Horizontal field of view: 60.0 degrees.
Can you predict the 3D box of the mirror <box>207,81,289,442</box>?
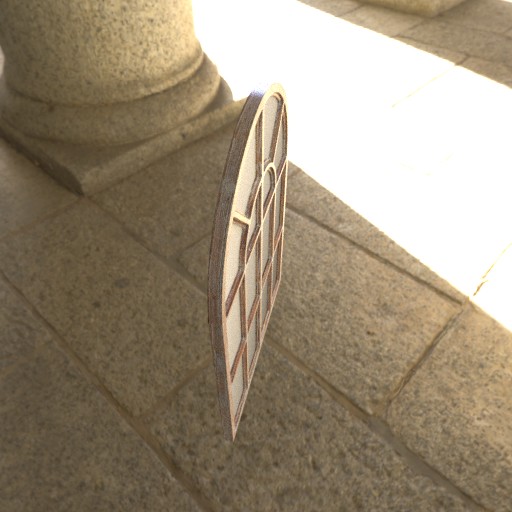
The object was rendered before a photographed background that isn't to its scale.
[{"bbox_3d":[0.000,0.000,1.208,0.032,0.920,0.660,11,47,10],"label":"mirror"}]
